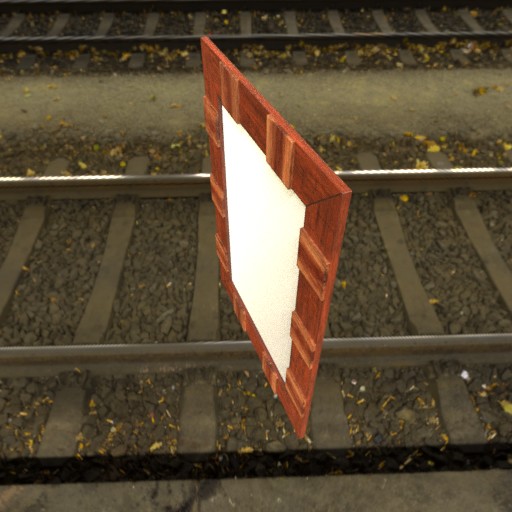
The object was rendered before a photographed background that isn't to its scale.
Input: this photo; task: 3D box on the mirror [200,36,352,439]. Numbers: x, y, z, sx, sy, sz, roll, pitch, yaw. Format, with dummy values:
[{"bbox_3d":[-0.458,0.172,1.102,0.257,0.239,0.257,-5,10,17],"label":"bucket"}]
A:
[{"bbox_3d":[0.000,0.000,1.063,0.021,0.805,0.600,-17,48,-16],"label":"mirror"}]
